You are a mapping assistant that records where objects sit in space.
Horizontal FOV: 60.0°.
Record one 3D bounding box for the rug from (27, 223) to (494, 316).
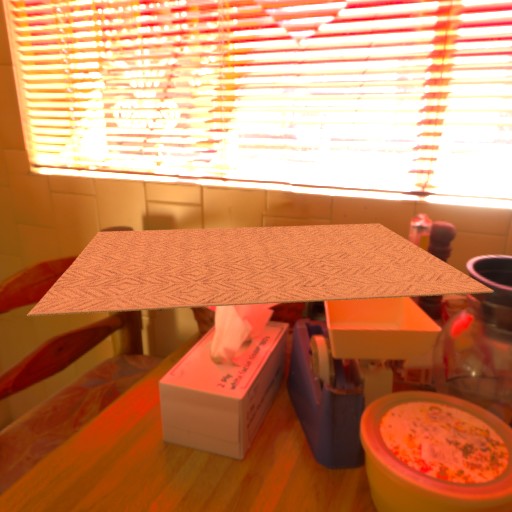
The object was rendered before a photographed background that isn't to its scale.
[{"bbox_3d":[0.000,0.000,2.294,1.828,0.007,1.220,-2,18,-7],"label":"rug"}]
